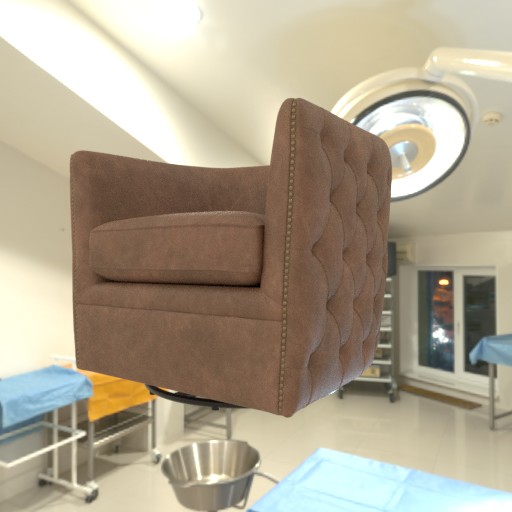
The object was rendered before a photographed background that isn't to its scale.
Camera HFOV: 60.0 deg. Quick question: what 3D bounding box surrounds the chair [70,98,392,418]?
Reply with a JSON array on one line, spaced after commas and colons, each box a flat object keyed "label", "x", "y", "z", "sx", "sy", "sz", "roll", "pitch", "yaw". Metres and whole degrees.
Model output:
[{"label": "chair", "x": 0.000, "y": 0.000, "z": 1.479, "sx": 0.850, "sy": 0.790, "sz": 0.870, "roll": -1, "pitch": -1, "yaw": 35}]
